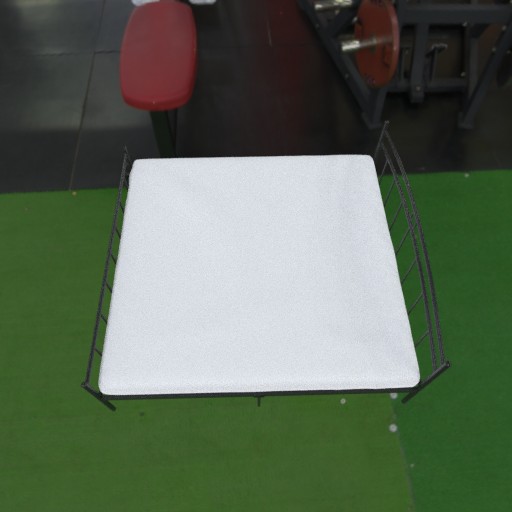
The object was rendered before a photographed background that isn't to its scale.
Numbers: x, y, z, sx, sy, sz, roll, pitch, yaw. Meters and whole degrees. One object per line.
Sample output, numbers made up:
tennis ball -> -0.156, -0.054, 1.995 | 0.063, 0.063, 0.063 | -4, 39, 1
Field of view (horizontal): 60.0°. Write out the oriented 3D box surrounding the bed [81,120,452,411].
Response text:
bed -> 0.000, 0.000, 3.147 | 2.040, 0.940, 1.880 | -1, 59, -1
